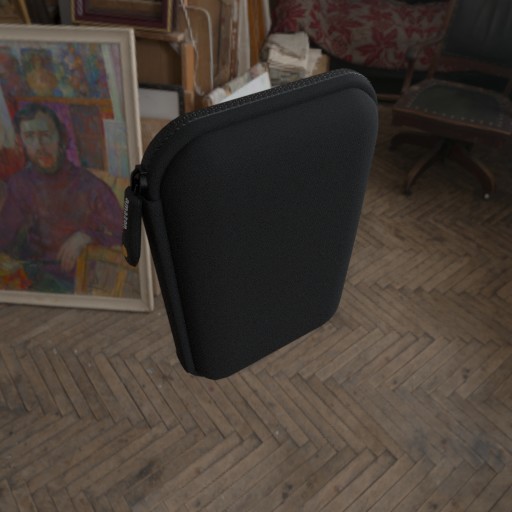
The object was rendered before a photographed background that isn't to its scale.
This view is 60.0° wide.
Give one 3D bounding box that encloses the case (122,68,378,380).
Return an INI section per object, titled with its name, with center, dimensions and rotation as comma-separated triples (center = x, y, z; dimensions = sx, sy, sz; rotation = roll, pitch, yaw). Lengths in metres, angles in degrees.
[case]
center = 0.000, 0.000, 0.194
dimensions = 0.107, 0.147, 0.030
rotation = -24, 51, -21
